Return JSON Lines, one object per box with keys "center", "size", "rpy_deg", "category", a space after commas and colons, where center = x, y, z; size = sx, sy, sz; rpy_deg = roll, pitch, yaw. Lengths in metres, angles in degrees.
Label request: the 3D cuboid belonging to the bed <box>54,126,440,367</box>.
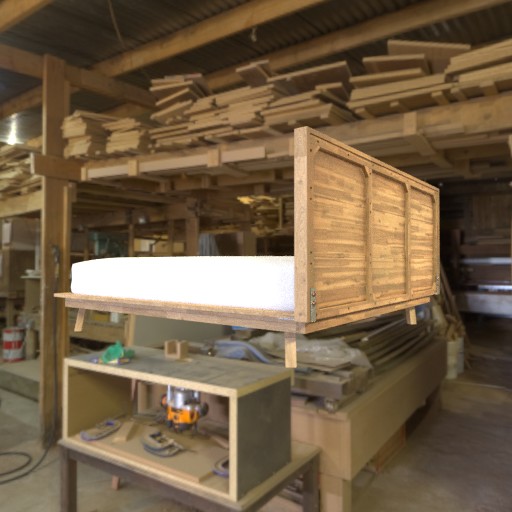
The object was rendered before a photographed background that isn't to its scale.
{"center": [0.000, 0.000, 3.418], "size": [2.167, 1.100, 2.116], "rpy_deg": [0, -1, 37], "category": "bed"}
